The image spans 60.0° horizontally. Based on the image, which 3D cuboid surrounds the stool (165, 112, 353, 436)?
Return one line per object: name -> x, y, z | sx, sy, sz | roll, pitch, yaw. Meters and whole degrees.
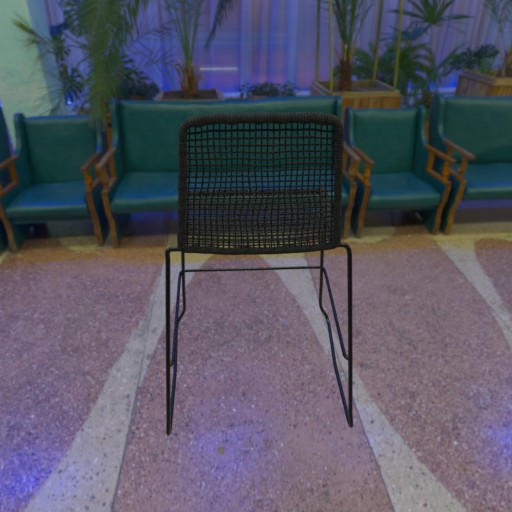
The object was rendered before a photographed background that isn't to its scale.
stool -> 0.000, 0.000, 1.260 | 0.590, 0.905, 0.509 | -1, 31, -2
